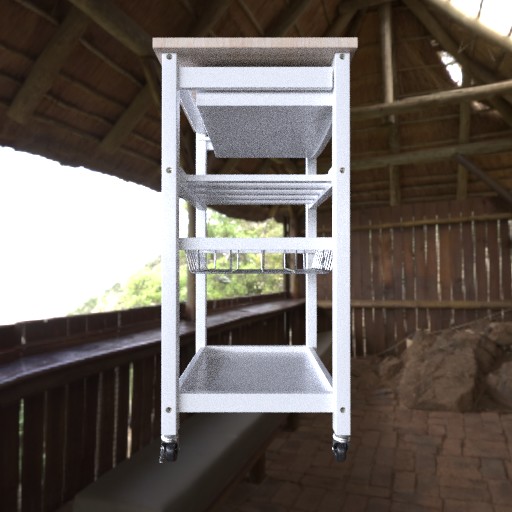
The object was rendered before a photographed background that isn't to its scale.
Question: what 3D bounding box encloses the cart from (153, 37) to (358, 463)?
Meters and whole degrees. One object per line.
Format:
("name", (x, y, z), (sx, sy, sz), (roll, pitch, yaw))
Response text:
("cart", (0.000, 0.000, 1.159), (0.406, 0.857, 0.578), (0, -1, 0))
